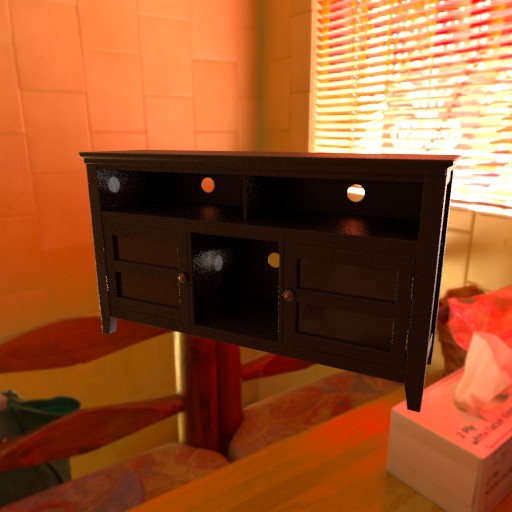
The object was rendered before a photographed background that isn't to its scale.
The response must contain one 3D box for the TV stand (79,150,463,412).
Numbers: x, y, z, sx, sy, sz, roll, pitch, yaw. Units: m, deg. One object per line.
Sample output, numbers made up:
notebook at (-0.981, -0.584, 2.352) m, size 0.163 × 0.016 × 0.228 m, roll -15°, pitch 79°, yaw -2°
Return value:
TV stand at (0.000, 0.000, 1.510) m, size 1.198 × 0.681 × 0.347 m, roll 7°, pitch 17°, yaw 25°
